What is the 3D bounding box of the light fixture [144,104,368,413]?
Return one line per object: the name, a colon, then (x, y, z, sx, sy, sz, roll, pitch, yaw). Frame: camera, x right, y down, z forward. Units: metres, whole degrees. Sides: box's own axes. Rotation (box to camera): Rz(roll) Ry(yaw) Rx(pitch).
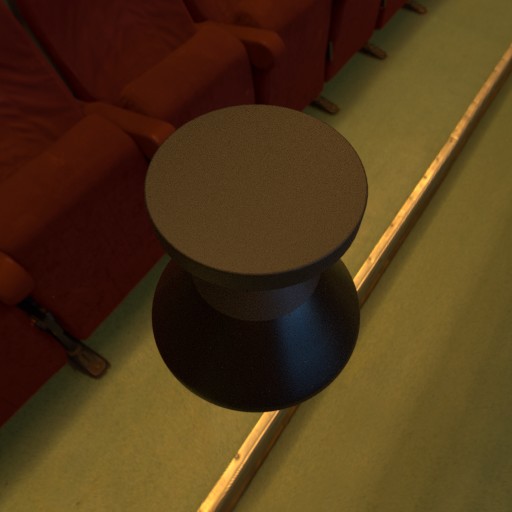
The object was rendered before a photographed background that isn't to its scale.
light fixture: (0.000, 0.000, 0.353, 0.200, 0.183, 0.200, 0, 58, 0)
